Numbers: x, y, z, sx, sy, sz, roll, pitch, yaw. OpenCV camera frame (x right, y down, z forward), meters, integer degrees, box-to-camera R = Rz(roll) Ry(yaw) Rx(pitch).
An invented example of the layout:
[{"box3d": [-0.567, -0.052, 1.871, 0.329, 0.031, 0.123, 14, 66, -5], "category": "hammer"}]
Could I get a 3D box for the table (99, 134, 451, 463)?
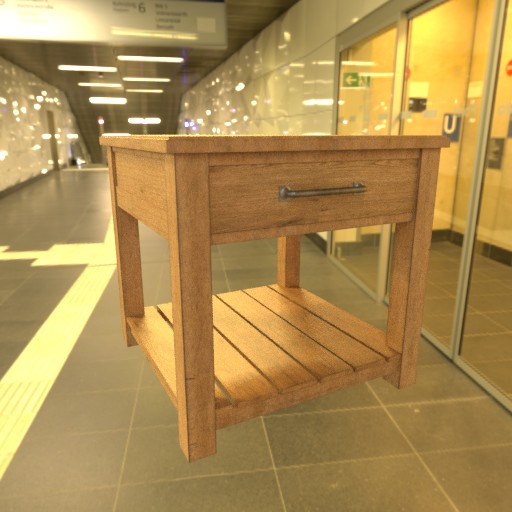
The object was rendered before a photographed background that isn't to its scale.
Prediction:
[{"box3d": [0.000, 0.000, 1.128, 0.616, 0.593, 0.612, -8, 17, -27], "category": "table"}]
